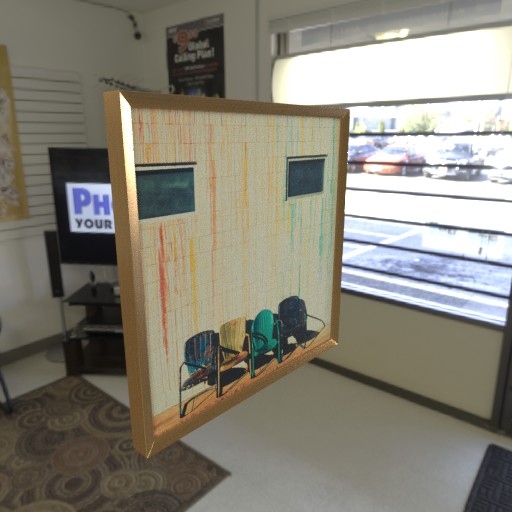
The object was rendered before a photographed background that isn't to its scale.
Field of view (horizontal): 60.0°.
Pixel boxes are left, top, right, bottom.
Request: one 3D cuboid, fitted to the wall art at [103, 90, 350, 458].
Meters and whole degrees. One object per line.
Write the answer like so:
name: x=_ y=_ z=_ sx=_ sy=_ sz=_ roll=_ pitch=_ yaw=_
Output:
wall art: x=0.000 y=0.000 z=0.769 sx=0.037 sy=0.505 sz=0.505 roll=14 pitch=20 yaw=41
